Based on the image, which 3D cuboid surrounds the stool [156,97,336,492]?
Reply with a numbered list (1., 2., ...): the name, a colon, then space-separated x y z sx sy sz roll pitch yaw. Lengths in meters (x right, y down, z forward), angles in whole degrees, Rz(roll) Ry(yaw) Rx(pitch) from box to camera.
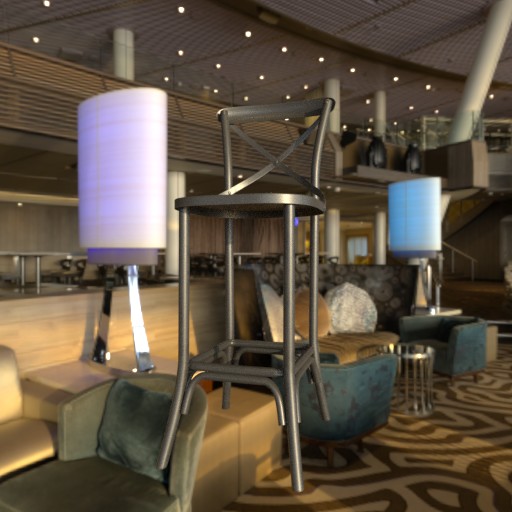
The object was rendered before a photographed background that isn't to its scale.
1. stool: 0.000 0.000 1.434 0.457 1.168 0.584 0 0 17
